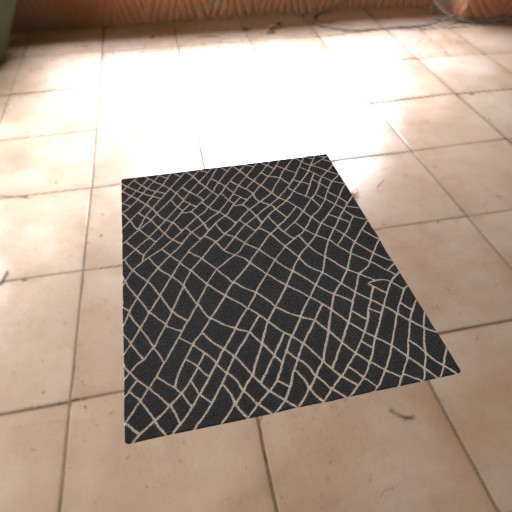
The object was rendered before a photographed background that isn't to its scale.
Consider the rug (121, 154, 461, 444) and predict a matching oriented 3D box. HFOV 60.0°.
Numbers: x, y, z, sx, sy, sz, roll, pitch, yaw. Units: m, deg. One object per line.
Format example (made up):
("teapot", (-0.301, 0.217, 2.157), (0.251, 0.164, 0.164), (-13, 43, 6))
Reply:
("rug", (0.000, 0.000, 4.132), (2.439, 0.022, 3.047), (-9, 46, -9))
